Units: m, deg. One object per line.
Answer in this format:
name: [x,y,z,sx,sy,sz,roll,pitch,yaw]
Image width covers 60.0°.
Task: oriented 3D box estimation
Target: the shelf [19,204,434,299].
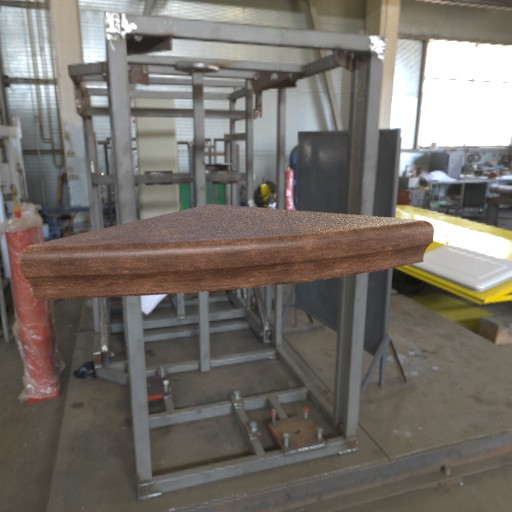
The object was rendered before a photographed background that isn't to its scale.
shelf: [0.000,0.000,0.456,0.310,0.050,0.310,7,16,26]
